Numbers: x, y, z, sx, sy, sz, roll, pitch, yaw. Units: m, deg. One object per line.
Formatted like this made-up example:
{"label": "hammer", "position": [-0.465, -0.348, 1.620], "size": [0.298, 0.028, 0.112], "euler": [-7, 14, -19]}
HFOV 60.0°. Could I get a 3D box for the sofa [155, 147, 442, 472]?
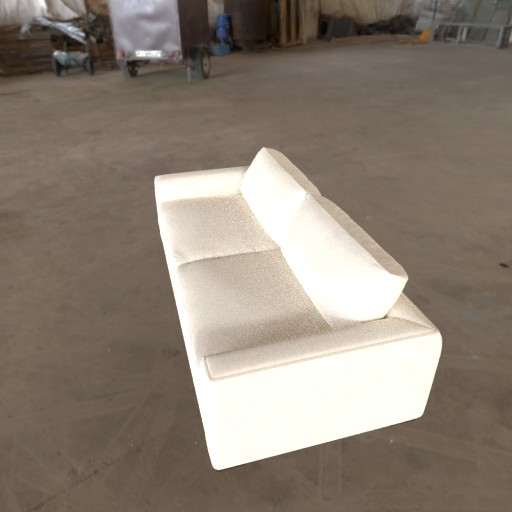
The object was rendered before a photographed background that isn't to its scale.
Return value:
{"label": "sofa", "position": [0.000, 0.000, 2.767], "size": [1.070, 0.801, 2.262], "euler": [-9, 32, -14]}
